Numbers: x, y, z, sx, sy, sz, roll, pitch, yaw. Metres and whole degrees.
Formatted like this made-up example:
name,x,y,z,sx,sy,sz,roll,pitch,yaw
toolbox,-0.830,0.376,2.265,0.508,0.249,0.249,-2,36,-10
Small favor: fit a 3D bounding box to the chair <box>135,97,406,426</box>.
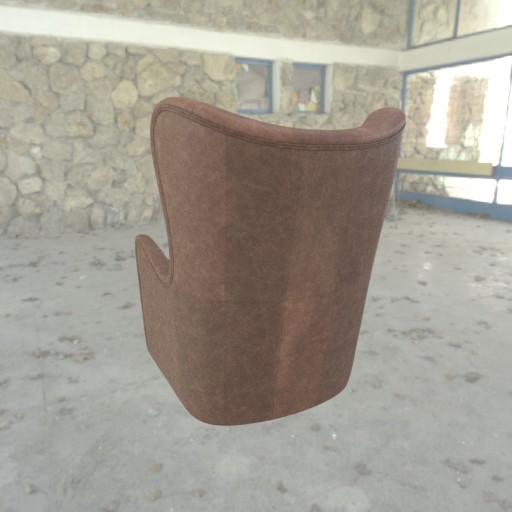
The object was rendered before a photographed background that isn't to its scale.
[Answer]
name,x,y,z,sx,sy,sz,roll,pitch,yaw
chair,0.000,0.000,1.706,0.831,1.079,0.930,-7,16,-26
